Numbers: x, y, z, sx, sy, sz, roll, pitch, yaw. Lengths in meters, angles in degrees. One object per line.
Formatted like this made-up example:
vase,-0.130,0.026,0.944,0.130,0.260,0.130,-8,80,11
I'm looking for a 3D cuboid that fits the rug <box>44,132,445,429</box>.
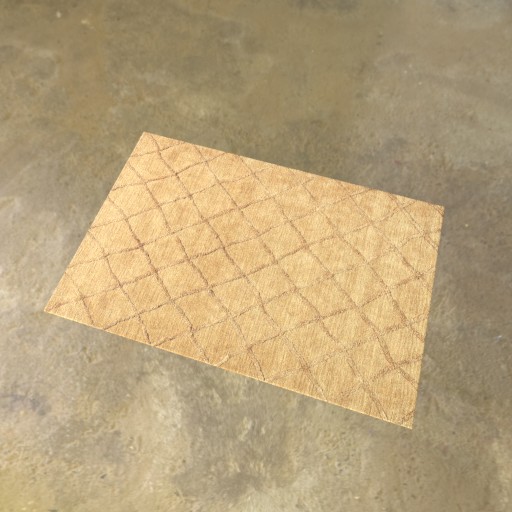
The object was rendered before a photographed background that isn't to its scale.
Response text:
rug,0.000,0.000,2.935,2.292,0.014,1.528,16,64,8
